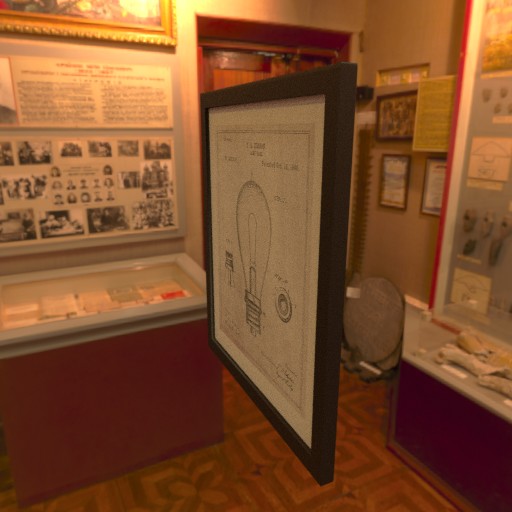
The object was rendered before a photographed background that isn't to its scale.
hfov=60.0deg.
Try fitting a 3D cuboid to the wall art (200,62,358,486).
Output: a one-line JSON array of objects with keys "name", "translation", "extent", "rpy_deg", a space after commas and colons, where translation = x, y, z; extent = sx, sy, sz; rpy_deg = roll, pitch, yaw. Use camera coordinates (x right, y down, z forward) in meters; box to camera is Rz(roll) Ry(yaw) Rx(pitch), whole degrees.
[{"name": "wall art", "translation": [0.000, 0.000, 0.696], "extent": [0.021, 0.509, 0.430], "rpy_deg": [-7, 18, -24]}]
